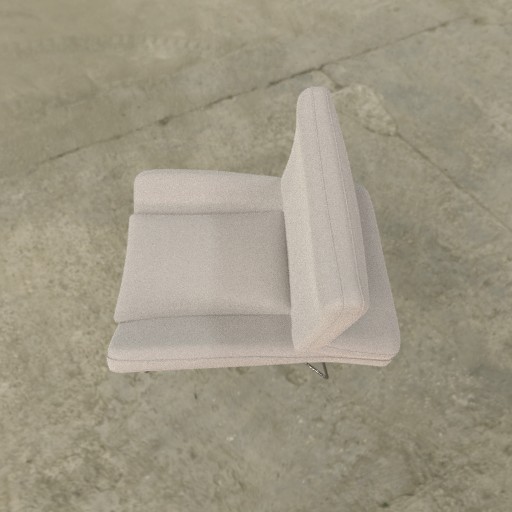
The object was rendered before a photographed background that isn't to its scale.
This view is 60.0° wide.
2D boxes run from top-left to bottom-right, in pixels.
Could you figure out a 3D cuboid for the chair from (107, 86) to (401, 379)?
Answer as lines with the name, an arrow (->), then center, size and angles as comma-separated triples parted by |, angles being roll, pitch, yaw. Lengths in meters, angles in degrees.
chair -> 0.000, 0.000, 1.645 | 1.008, 0.855, 0.859 | -1, 58, -1
